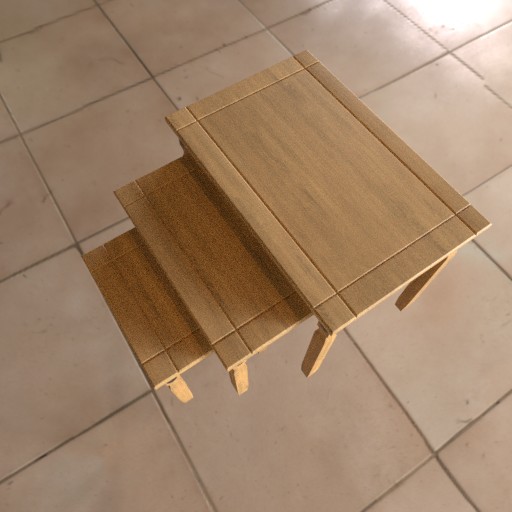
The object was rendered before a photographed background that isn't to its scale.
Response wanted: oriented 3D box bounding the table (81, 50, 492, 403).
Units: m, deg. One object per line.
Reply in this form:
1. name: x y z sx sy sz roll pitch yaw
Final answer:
1. table: 0.000 0.000 1.209 0.773 0.535 0.660 -31 67 -15
